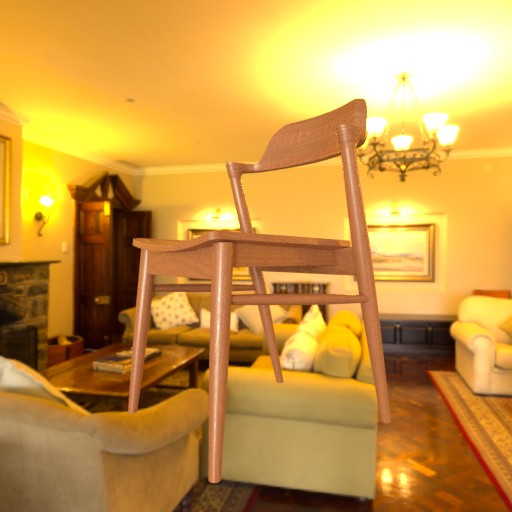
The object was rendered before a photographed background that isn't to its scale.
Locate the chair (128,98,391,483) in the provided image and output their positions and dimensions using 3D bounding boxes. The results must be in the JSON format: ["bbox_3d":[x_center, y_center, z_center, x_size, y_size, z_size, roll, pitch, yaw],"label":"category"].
[{"bbox_3d":[0.000,0.000,1.101,0.499,0.801,0.496,0,0,-35],"label":"chair"}]
